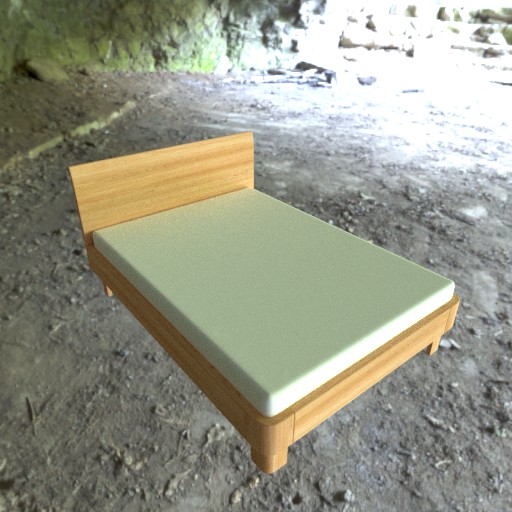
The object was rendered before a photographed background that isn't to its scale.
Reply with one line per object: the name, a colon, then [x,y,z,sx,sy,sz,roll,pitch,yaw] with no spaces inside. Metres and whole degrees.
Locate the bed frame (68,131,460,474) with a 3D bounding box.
bed frame: [0.000,0.000,2.767,1.472,0.940,1.992,-21,36,-33]
